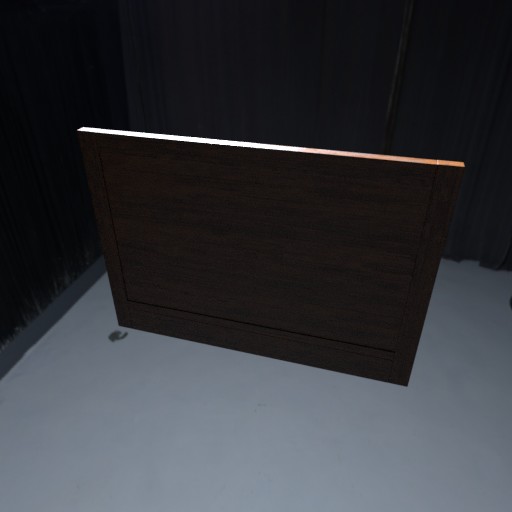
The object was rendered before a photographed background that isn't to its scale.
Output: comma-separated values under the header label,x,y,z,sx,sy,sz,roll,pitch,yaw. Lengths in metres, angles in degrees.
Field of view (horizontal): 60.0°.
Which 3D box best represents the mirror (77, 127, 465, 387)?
label,x,y,z,sx,sy,sz,roll,pitch,yaw
mirror,0.000,0.000,1.012,0.758,0.537,0.084,9,33,14
